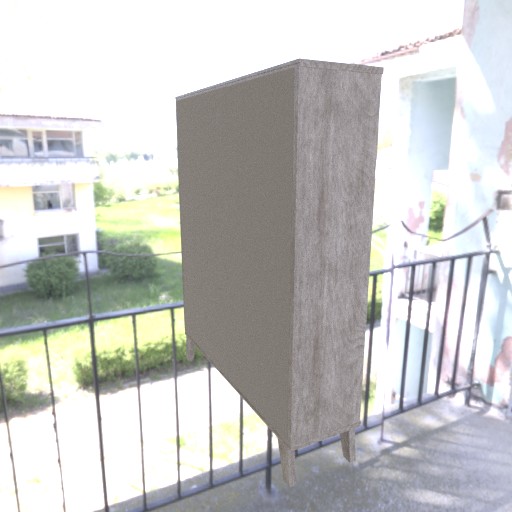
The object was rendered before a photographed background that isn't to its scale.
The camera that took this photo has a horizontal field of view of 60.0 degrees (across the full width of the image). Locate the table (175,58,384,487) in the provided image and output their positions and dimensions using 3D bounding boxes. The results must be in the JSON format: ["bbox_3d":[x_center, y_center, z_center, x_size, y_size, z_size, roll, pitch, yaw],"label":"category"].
[{"bbox_3d":[0.000,0.000,1.568,0.256,1.135,0.902,-7,16,-27],"label":"table"}]
